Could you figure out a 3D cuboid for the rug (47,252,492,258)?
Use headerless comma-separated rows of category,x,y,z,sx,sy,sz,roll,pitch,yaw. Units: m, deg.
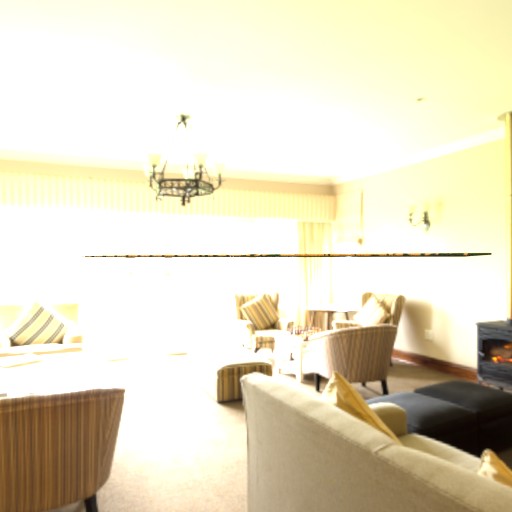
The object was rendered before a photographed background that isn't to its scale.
rug,0.000,0.000,2.694,2.435,0.011,0.750,0,-1,17
